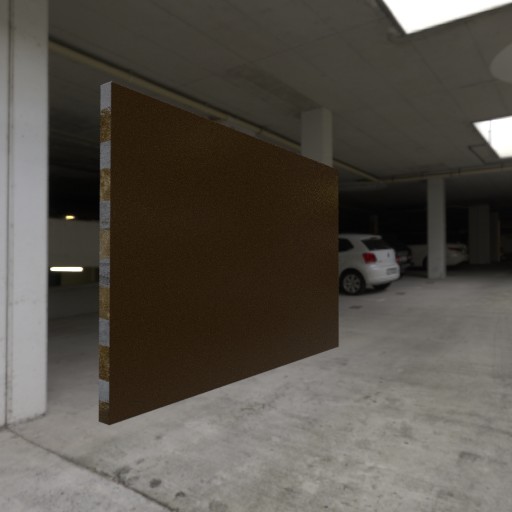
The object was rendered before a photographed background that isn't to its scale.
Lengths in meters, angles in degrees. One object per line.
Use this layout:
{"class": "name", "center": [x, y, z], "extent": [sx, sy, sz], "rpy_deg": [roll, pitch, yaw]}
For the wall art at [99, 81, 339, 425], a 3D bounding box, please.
{"class": "wall art", "center": [0.000, 0.000, 1.453], "extent": [0.041, 0.762, 1.145], "rpy_deg": [-1, -1, 36]}
